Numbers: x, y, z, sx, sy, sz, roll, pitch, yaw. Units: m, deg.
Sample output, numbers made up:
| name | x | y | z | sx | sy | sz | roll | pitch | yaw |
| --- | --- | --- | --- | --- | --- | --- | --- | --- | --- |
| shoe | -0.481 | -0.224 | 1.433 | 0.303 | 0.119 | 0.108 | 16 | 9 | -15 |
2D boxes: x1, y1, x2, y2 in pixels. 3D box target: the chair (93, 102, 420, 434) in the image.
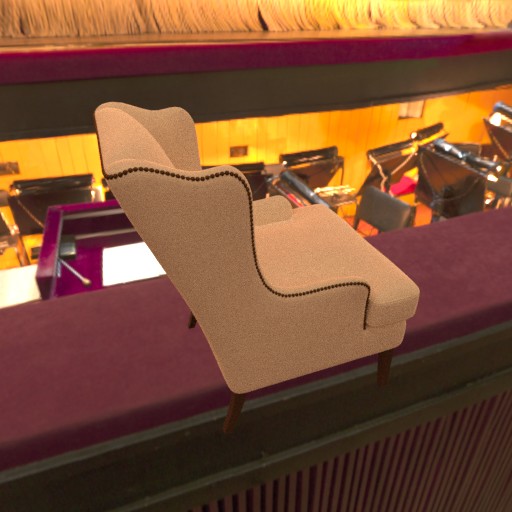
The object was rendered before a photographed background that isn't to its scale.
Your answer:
| name | x | y | z | sx | sy | sz | roll | pitch | yaw |
| --- | --- | --- | --- | --- | --- | --- | --- | --- | --- |
| chair | 0.000 | 0.000 | 1.613 | 0.940 | 1.029 | 0.737 | -10 | 33 | -16 |
